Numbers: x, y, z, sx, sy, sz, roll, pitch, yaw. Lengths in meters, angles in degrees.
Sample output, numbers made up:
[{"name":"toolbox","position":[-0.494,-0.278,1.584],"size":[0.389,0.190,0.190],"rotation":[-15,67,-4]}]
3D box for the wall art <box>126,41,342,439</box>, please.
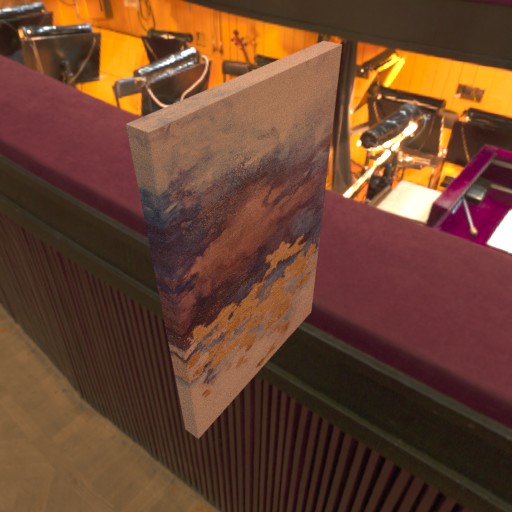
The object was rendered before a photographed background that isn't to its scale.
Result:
[{"name":"wall art","position":[0.000,0.000,1.108],"size":[0.048,0.874,0.583],"rotation":[26,46,27]}]
